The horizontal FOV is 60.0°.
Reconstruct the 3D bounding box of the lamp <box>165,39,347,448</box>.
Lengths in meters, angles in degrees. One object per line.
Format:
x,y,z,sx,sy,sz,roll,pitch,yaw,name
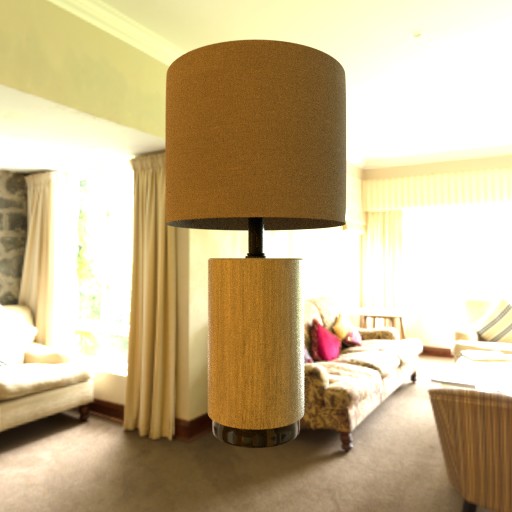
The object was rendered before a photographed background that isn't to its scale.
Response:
0.000,0.000,0.568,0.228,0.444,0.228,0,0,-18,lamp
